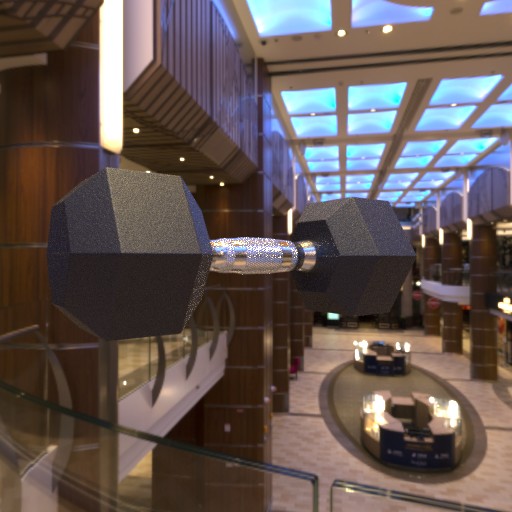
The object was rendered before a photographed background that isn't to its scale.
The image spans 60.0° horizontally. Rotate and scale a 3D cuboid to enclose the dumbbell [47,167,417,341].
[{"bbox_3d":[0.000,0.000,0.428,0.356,0.123,0.141,0,-1,-35],"label":"dumbbell"}]
